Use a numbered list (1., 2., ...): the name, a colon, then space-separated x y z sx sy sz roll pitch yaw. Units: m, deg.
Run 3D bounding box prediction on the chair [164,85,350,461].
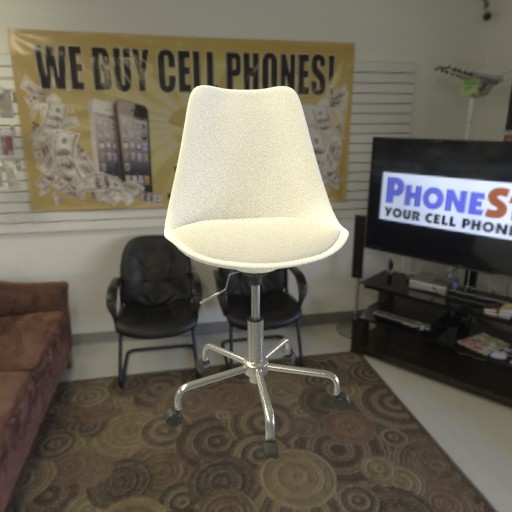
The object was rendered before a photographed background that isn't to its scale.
1. chair: 0.000 0.000 1.238 0.550 0.930 0.550 -2 16 -8
